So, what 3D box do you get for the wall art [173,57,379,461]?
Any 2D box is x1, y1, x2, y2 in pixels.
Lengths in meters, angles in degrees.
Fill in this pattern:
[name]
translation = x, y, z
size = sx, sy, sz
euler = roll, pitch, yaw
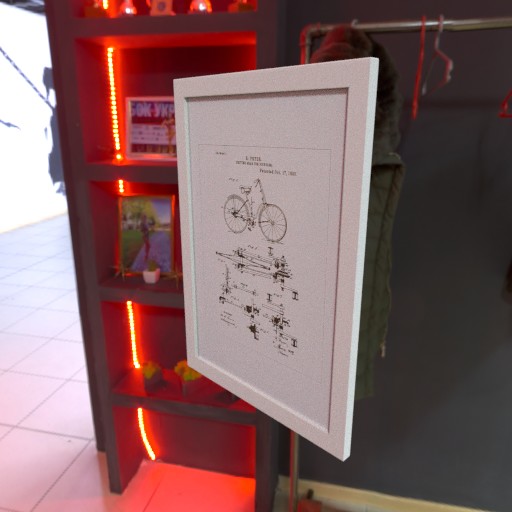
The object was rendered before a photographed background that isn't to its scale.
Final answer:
[wall art]
translation = 0.000, 0.000, 0.617
size = 0.015, 0.477, 0.332
euler = -16, 23, -43
